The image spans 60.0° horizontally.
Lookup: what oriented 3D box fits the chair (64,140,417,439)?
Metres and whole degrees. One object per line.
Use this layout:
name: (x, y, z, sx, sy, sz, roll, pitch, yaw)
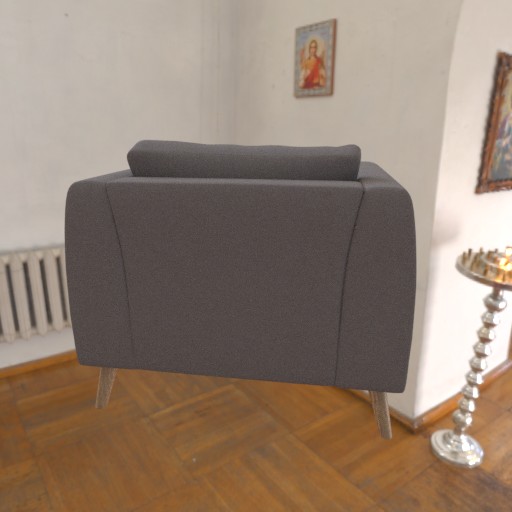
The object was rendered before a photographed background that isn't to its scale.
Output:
chair: (0.000, 0.000, 1.672, 1.000, 0.860, 0.930, 3, 17, 9)
